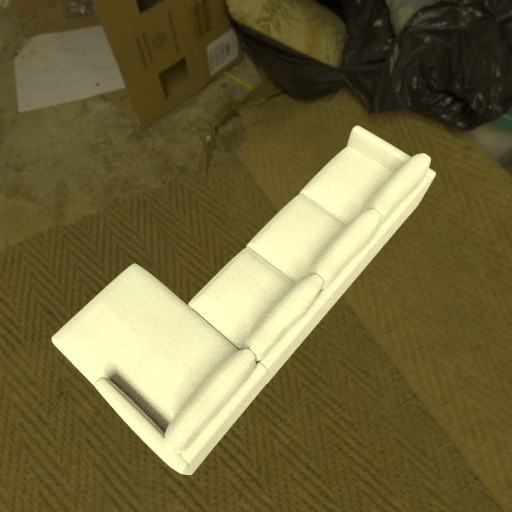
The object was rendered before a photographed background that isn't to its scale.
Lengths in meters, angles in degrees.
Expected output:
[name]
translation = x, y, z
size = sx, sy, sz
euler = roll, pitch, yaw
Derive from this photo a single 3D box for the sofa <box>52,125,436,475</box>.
[sofa]
translation = 0.000, 0.000, 2.861
size = 1.126, 0.677, 2.445
euler = 38, 69, 17
